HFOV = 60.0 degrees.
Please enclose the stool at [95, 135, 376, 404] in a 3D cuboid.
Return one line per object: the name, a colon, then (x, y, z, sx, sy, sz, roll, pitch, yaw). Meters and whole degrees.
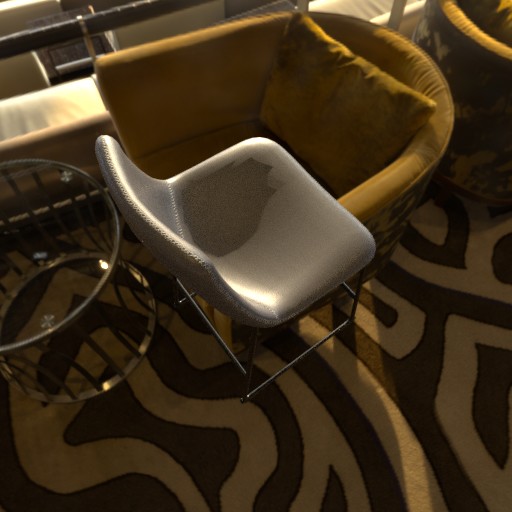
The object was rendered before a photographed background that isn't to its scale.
stool: (0.000, 0.000, 1.167, 0.546, 0.876, 0.470, -33, 65, -17)
